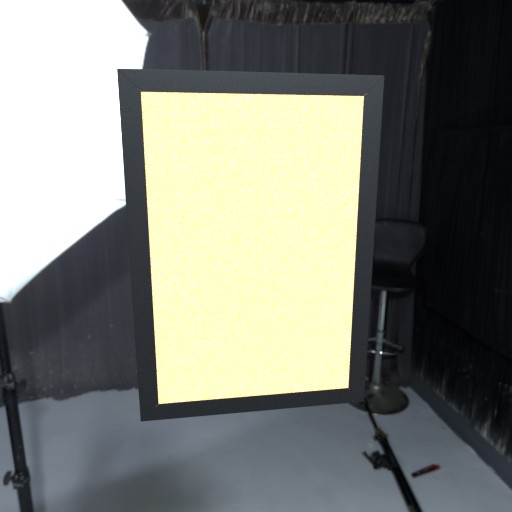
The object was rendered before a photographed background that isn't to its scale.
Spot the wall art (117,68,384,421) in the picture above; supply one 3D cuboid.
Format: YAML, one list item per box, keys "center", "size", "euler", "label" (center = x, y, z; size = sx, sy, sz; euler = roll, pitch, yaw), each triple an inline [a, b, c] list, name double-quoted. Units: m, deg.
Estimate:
- center: [0.000, 0.000, 0.593]
  size: [0.326, 0.459, 0.011]
  euler: [-2, 14, -9]
  label: "wall art"
